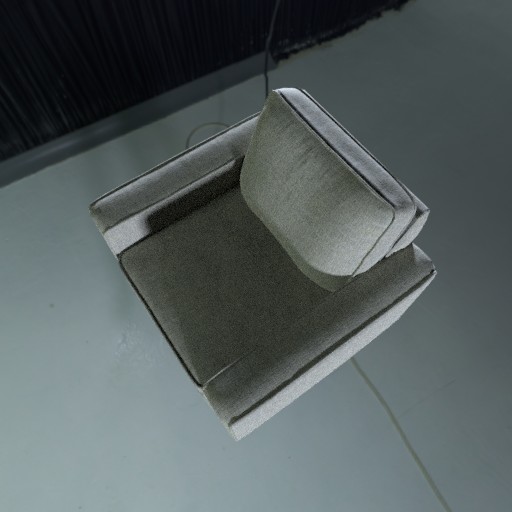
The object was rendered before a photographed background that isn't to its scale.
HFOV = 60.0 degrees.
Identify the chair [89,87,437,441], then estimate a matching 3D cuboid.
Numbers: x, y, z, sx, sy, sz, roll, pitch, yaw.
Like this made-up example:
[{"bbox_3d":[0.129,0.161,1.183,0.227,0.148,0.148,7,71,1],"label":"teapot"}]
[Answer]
[{"bbox_3d":[0.000,0.000,1.768,0.940,0.914,1.016,-33,68,-15],"label":"chair"}]
